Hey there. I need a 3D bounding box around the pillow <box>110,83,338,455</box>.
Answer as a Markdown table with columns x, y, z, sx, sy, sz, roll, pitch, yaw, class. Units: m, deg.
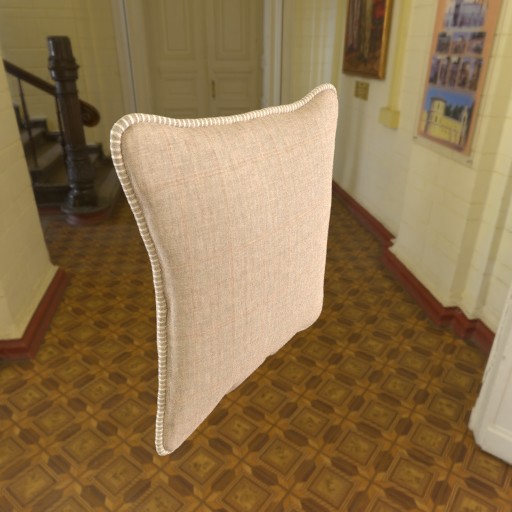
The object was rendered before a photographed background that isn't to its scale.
| x | y | z | sx | sy | sz | roll | pitch | yaw | class |
| --- | --- | --- | --- | --- | --- | --- | --- | --- | --- |
| 0.000 | 0.000 | 0.716 | 0.124 | 0.494 | 0.485 | 18 | 32 | 32 | pillow |
